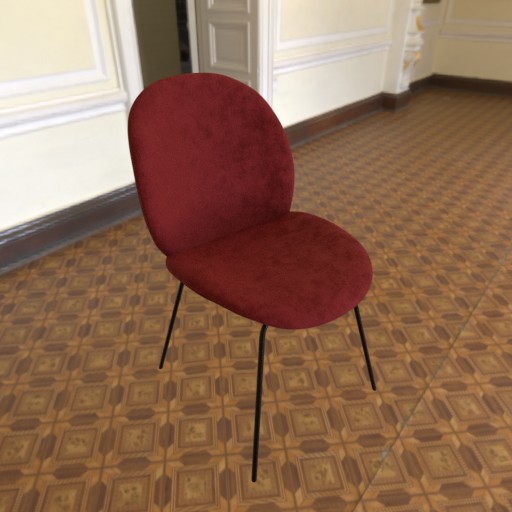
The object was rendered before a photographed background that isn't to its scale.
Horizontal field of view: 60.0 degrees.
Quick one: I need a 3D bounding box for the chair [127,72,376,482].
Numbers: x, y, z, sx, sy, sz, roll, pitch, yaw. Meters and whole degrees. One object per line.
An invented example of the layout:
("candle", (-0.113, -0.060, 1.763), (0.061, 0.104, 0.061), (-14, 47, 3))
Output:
("chair", (0.000, 0.000, 1.118), (0.458, 0.791, 0.587), (-22, 38, -32))
